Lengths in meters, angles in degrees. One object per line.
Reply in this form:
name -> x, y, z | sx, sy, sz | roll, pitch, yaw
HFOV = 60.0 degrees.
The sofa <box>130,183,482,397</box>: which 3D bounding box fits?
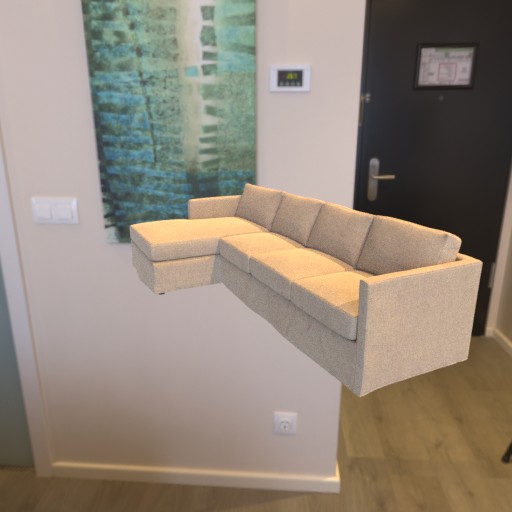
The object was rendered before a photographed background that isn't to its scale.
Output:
sofa -> 0.000, 0.000, 3.889 | 1.638, 0.920, 3.198 | -8, 18, -25
